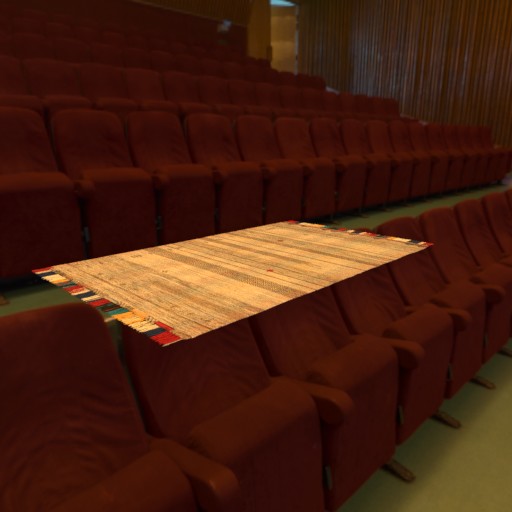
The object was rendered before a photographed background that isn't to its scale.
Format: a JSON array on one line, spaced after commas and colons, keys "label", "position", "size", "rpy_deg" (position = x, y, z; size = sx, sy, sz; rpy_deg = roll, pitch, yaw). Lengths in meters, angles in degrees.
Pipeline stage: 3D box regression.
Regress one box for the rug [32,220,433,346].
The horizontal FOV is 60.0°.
[{"label": "rug", "position": [0.000, 0.000, 3.046], "size": [1.465, 0.012, 2.465], "rpy_deg": [14, 20, 43]}]
